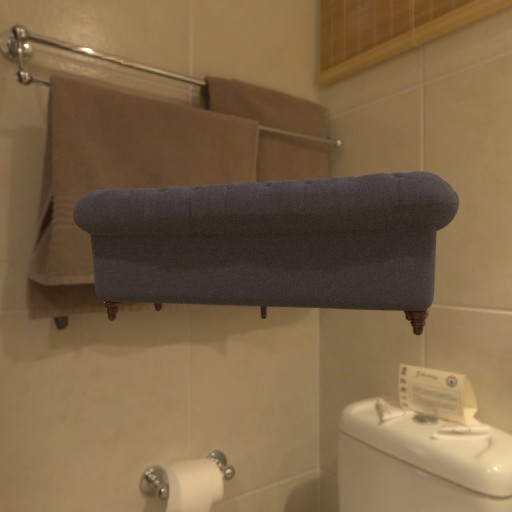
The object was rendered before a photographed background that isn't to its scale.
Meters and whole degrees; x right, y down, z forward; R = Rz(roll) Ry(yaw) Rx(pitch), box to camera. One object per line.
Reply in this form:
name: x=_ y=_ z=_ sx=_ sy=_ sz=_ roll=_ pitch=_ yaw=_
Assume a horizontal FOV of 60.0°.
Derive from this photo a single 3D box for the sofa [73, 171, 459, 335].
sofa: x=0.000 y=0.000 z=2.775 sx=2.335 sy=0.836 sz=1.046 roll=0 pitch=-1 yaw=18
